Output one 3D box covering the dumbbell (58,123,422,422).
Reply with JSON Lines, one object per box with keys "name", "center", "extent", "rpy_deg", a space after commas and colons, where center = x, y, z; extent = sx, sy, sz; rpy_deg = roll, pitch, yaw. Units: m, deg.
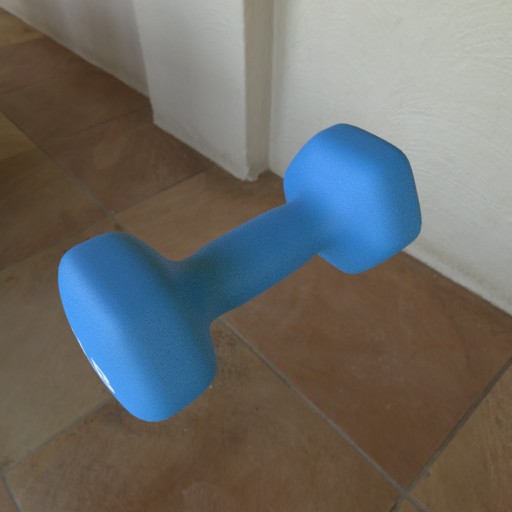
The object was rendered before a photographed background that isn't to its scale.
{"name": "dumbbell", "center": [0.000, 0.000, 0.187], "extent": [0.152, 0.066, 0.074], "rpy_deg": [-30, 52, -26]}
